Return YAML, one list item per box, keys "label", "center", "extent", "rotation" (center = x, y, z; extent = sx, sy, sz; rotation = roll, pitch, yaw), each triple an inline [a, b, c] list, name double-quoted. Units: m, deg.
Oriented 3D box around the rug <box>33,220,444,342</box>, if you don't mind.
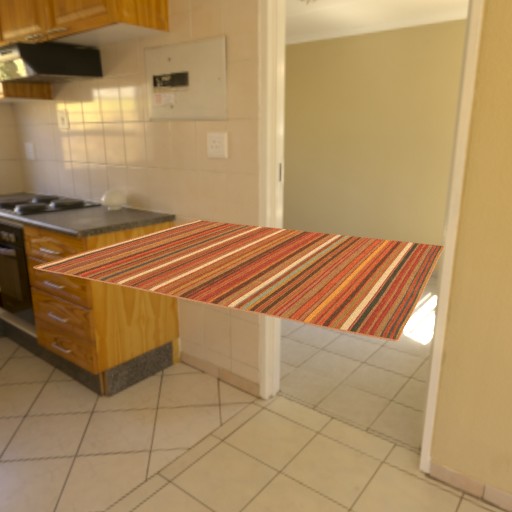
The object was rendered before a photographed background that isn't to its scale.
- label: "rug"
  center: [0.000, 0.000, 4.196]
  extent: [3.092, 0.023, 2.479]
  rotation: [8, 17, 27]
